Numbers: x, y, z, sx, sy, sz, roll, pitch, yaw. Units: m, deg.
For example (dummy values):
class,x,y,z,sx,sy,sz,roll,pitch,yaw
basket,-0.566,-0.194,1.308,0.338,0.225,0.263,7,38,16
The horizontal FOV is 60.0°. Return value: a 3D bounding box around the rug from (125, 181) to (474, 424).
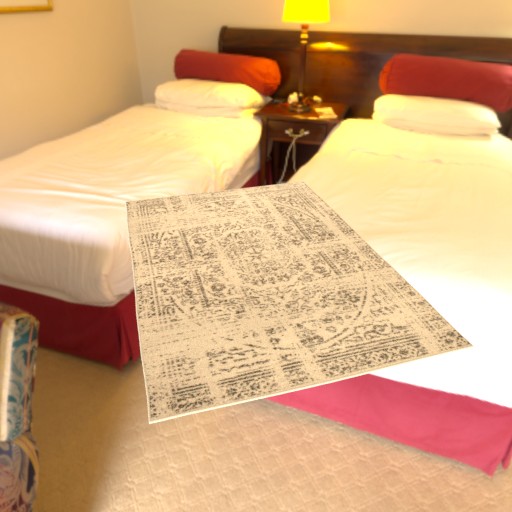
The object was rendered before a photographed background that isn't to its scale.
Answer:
class,x,y,z,sx,sy,sz,roll,pitch,yaw
rug,0.000,0.000,3.133,1.706,0.026,2.438,-9,32,-14
